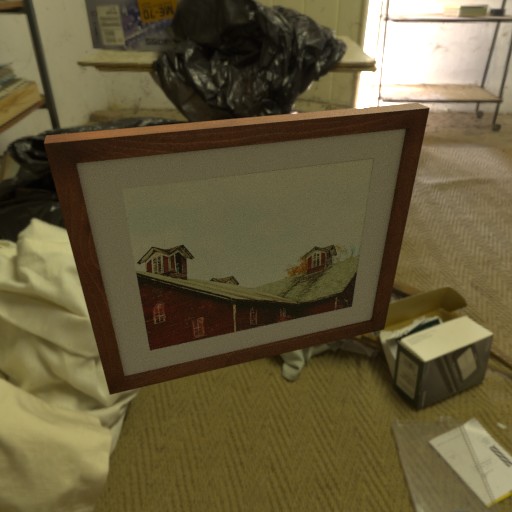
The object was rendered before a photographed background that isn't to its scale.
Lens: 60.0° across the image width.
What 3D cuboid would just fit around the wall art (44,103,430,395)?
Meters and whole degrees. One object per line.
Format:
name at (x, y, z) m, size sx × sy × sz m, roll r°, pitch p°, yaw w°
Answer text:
wall art at (0.000, 0.000, 0.753) m, size 0.558 × 0.457 × 0.033 m, roll -10°, pitch 34°, yaw -15°
